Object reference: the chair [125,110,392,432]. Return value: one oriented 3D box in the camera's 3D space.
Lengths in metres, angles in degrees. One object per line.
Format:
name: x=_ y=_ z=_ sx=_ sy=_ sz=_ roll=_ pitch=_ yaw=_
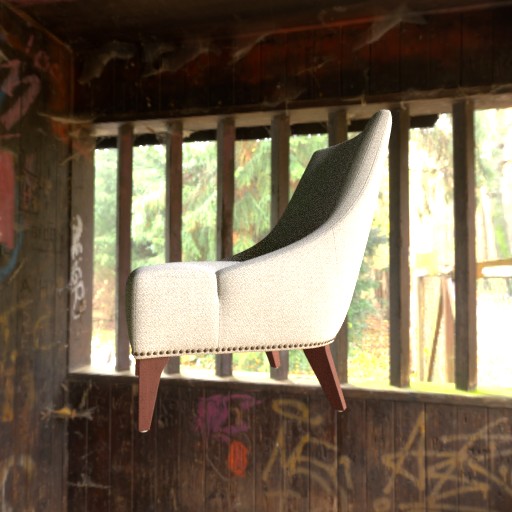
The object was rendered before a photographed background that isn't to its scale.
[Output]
chair: x=0.000 y=0.000 z=1.526 sx=0.861 sy=0.909 sz=0.701 roll=1 pitch=-2 yaw=-16
